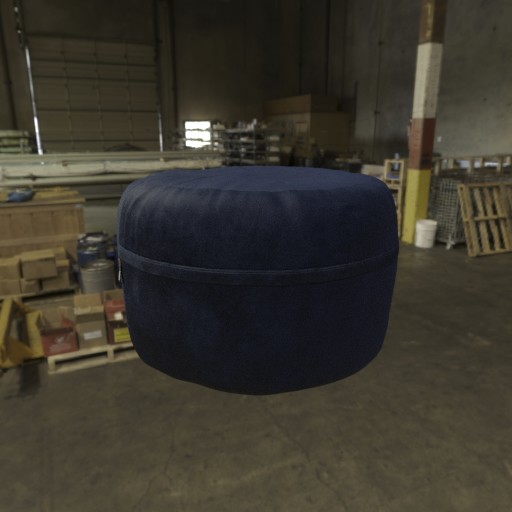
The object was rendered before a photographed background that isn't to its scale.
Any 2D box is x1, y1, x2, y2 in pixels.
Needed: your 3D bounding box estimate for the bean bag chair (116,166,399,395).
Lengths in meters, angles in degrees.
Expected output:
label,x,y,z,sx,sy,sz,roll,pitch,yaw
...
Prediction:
label,x,y,z,sx,sy,sz,roll,pitch,yaw
bean bag chair,0.000,0.000,2.015,1.219,0.762,1.219,0,15,0
